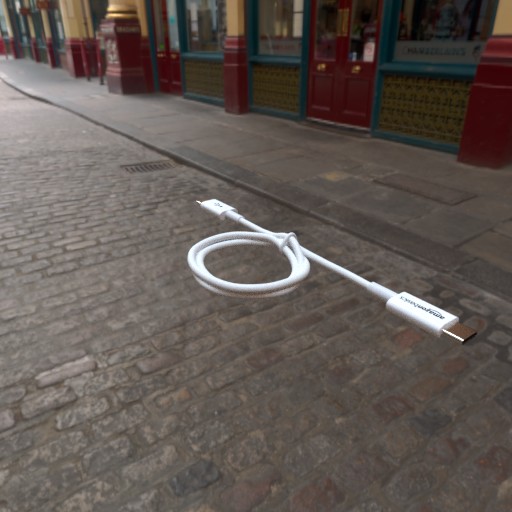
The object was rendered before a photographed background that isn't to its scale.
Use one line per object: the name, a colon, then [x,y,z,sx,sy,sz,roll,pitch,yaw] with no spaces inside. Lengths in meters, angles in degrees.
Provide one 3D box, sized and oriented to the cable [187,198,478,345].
cable: [0.000,0.000,0.227,0.070,0.014,0.203,-18,31,-33]
